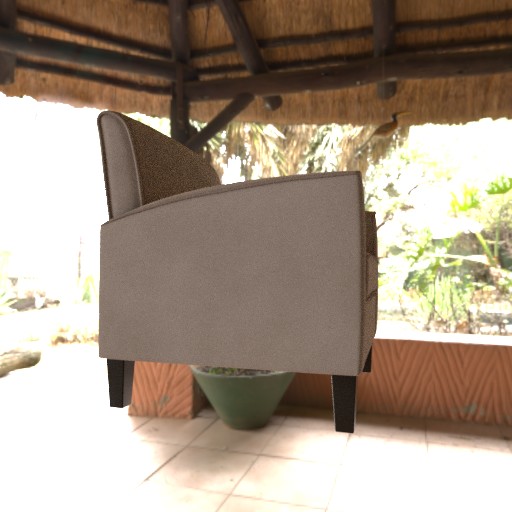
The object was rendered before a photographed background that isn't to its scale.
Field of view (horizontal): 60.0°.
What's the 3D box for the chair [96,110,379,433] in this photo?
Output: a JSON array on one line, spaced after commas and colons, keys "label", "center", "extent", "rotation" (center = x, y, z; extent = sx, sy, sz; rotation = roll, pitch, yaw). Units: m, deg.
[{"label": "chair", "center": [0.000, 0.000, 1.579], "extent": [0.820, 0.915, 0.820], "rotation": [-1, -2, 18]}]
